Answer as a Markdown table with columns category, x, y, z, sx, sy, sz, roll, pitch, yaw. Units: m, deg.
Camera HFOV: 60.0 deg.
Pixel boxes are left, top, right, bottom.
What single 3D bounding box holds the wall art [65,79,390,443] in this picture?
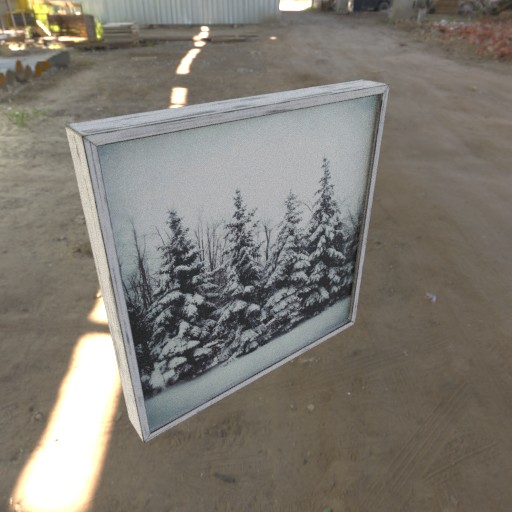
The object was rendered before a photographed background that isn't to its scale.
| category | x | y | z | sx | sy | sz | roll | pitch | yaw |
| --- | --- | --- | --- | --- | --- | --- | --- | --- | --- |
| wall art | 0.000 | 0.000 | 0.449 | 0.303 | 0.303 | 0.036 | -21 | 37 | -31 |
